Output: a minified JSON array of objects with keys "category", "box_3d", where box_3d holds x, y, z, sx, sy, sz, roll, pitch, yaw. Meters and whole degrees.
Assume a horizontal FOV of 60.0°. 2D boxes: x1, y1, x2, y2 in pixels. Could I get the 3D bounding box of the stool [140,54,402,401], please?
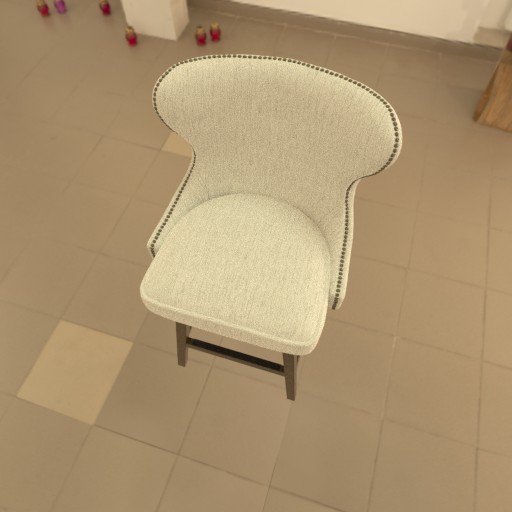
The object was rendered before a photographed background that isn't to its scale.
[{"category":"stool","box_3d":[0.000,0.000,1.354,0.615,0.972,0.597,15,60,9]}]
